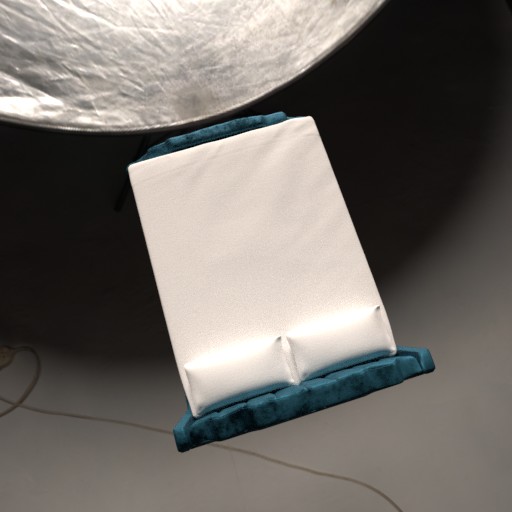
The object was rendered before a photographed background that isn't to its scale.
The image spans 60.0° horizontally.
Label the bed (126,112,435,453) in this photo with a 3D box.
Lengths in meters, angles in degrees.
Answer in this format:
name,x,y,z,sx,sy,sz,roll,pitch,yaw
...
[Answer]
name,x,y,z,sx,sy,sz,roll,pitch,yaw
bed,0.000,0.000,3.449,1.678,1.338,2.322,-16,76,-4
